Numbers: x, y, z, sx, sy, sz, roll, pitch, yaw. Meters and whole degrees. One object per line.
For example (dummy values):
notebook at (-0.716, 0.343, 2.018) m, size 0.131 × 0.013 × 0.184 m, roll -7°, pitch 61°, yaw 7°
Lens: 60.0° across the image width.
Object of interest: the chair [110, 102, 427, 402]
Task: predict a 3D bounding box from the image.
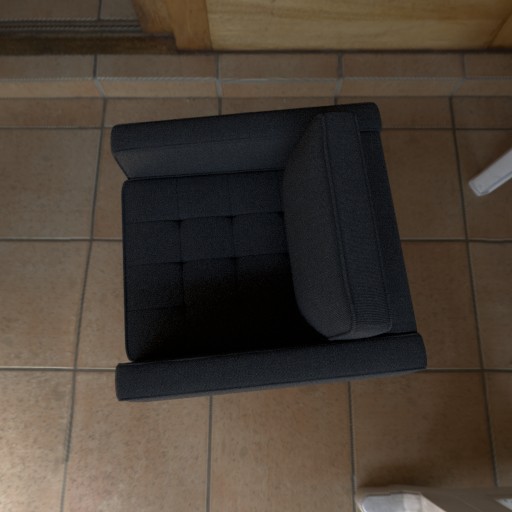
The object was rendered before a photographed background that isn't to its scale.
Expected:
chair at (0.000, 0.000, 1.560) m, size 0.919 × 0.770 × 0.899 m, roll -6°, pitch 75°, yaw -1°
